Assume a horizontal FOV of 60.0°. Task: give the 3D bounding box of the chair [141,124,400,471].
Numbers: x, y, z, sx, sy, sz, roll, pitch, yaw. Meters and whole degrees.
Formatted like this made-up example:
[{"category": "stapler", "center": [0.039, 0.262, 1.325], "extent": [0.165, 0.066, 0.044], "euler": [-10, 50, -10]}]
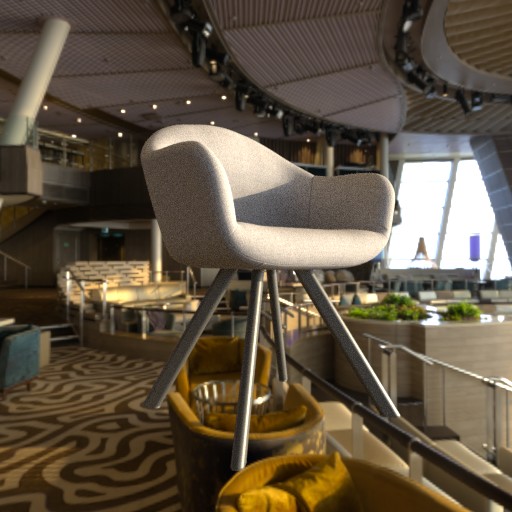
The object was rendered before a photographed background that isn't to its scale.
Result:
[{"category": "chair", "center": [0.000, 0.000, 1.177], "extent": [0.590, 0.795, 0.550], "euler": [1, -1, -36]}]
